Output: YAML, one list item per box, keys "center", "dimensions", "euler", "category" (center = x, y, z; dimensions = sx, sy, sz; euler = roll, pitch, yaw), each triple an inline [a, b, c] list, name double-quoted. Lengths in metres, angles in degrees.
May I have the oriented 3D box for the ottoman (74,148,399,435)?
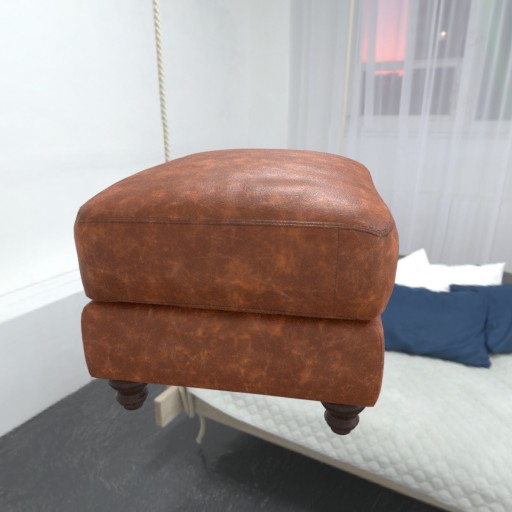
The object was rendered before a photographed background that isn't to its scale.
- center: [0.000, 0.000, 1.227]
  dimensions: [0.657, 0.562, 0.832]
  euler: [3, 19, 9]
  category: "ottoman"
